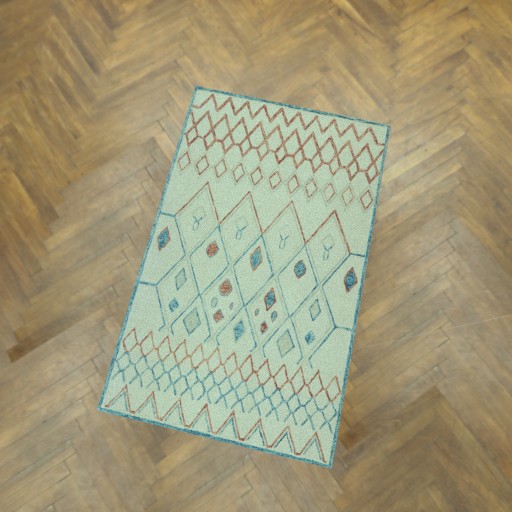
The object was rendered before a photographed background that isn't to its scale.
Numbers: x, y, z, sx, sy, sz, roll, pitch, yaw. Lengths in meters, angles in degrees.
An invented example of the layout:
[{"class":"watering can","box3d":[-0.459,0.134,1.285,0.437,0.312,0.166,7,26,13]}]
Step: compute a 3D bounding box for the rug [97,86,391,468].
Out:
[{"class":"rug","box3d":[0.000,0.000,3.084,1.524,0.015,2.438,13,76,3]}]
